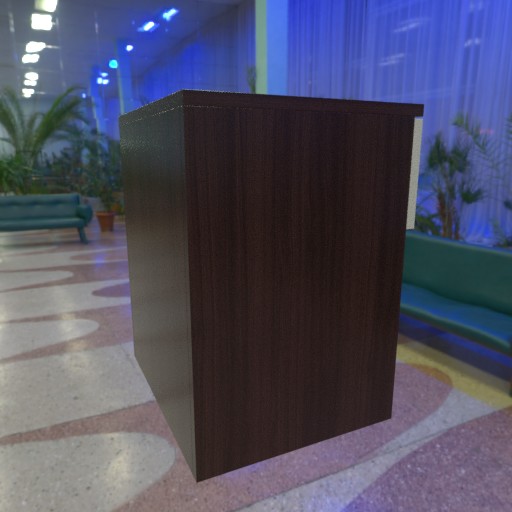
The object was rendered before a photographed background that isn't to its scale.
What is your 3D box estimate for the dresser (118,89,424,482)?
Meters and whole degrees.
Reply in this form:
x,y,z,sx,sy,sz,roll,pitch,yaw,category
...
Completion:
x,y,z,sx,sy,sz,roll,pitch,yaw,category
0.000,0.000,0.756,0.360,0.470,0.400,-6,15,-25,dresser
